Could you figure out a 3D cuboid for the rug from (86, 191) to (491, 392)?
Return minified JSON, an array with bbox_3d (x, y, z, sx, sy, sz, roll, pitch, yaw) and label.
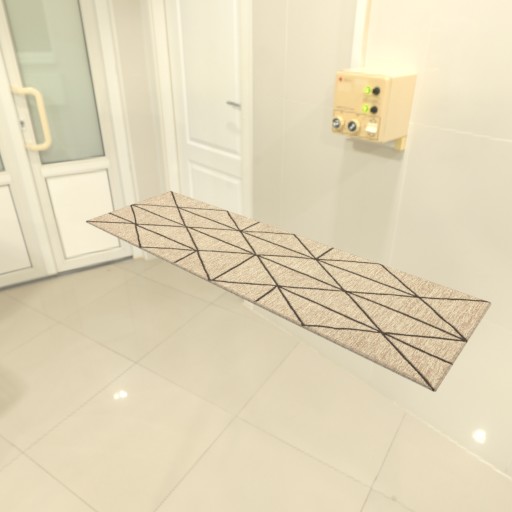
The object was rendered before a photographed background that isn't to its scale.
[{"bbox_3d":[0.000,0.000,2.645,2.438,0.012,0.762,22,36,34],"label":"rug"}]
